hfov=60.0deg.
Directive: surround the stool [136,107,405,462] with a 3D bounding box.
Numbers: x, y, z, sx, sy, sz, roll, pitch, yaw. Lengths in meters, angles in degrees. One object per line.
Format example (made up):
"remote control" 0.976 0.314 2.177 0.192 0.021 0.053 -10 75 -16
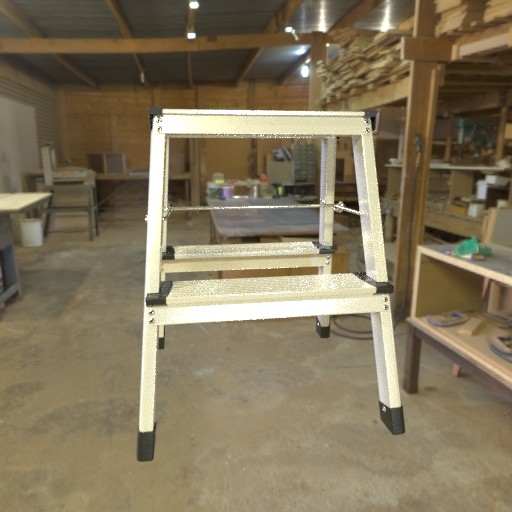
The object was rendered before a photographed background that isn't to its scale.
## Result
"stool" 0.000 0.000 0.785 0.404 0.480 0.405 -2 14 -9
